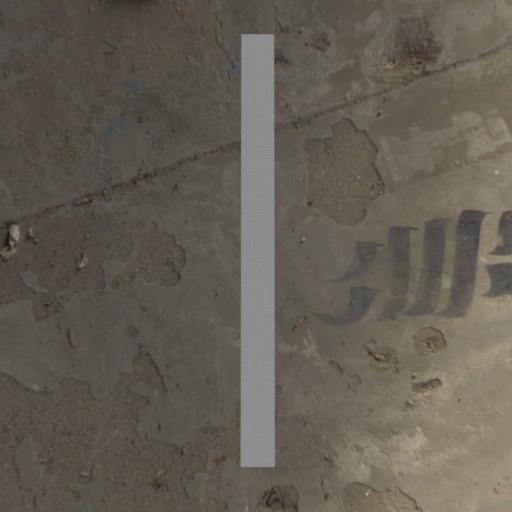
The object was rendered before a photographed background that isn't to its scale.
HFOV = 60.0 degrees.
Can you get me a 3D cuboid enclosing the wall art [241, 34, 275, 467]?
[{"bbox_3d":[0.000,0.000,0.540,0.027,0.355,0.355,0,87,0],"label":"wall art"}]
